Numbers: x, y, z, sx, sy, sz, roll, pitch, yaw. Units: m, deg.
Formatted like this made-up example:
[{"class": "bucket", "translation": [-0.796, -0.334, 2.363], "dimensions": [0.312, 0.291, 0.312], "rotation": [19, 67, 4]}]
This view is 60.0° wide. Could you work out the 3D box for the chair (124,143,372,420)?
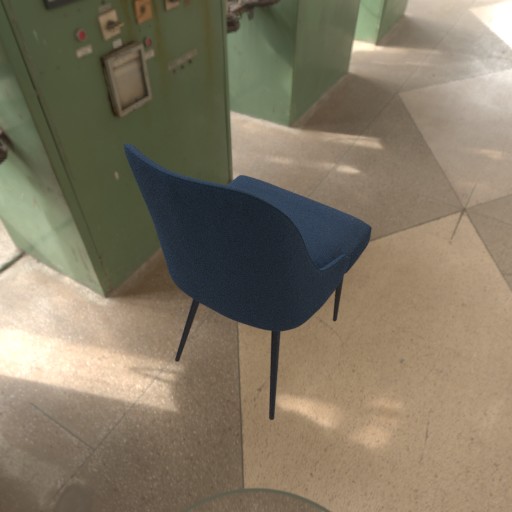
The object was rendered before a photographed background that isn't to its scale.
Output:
[{"class": "chair", "translation": [0.000, 0.000, 1.220], "dimensions": [0.478, 0.896, 0.559], "rotation": [25, 51, 22]}]
